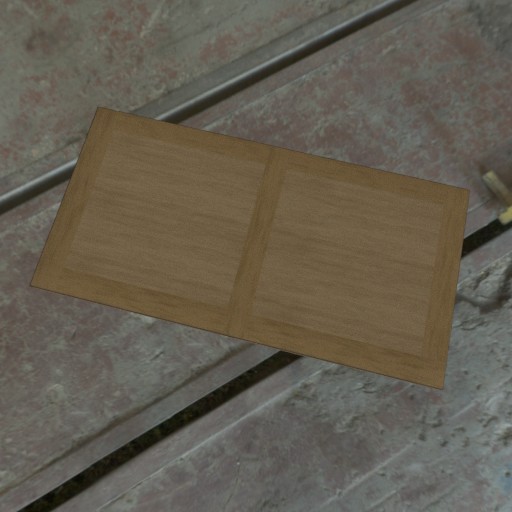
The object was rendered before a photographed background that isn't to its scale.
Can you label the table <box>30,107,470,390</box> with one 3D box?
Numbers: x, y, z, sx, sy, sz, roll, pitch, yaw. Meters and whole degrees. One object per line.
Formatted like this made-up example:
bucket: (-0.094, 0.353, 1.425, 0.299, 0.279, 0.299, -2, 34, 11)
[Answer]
table: (0.000, 0.000, 2.540, 1.982, 0.762, 1.000, 13, 76, 3)
